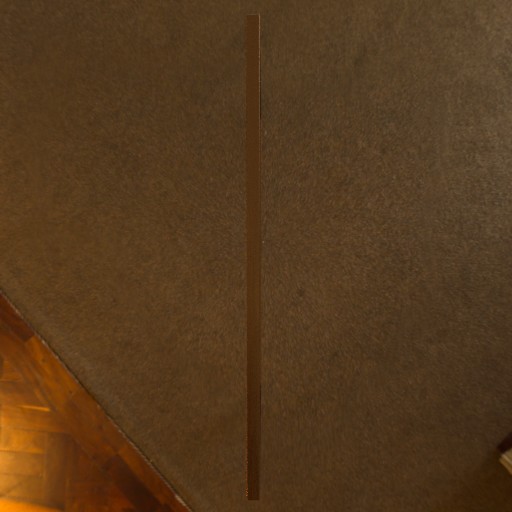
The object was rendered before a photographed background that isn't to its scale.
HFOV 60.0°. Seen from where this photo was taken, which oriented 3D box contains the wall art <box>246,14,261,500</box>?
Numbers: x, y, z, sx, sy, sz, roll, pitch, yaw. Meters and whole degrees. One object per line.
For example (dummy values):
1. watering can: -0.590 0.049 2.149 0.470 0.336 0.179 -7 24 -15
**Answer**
1. wall art: 0.000 0.000 0.544 0.012 0.304 0.431 0 92 1
